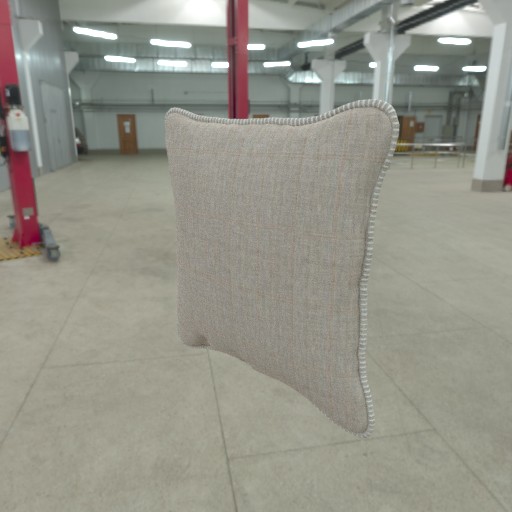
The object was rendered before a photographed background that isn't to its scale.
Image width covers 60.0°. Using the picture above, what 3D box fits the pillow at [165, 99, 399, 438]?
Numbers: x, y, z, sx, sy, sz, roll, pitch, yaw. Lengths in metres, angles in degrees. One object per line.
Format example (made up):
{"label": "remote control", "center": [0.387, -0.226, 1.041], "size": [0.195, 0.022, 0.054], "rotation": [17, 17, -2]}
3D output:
{"label": "pillow", "center": [0.000, 0.000, 0.760], "size": [0.485, 0.494, 0.124], "rotation": [15, 22, 42]}
